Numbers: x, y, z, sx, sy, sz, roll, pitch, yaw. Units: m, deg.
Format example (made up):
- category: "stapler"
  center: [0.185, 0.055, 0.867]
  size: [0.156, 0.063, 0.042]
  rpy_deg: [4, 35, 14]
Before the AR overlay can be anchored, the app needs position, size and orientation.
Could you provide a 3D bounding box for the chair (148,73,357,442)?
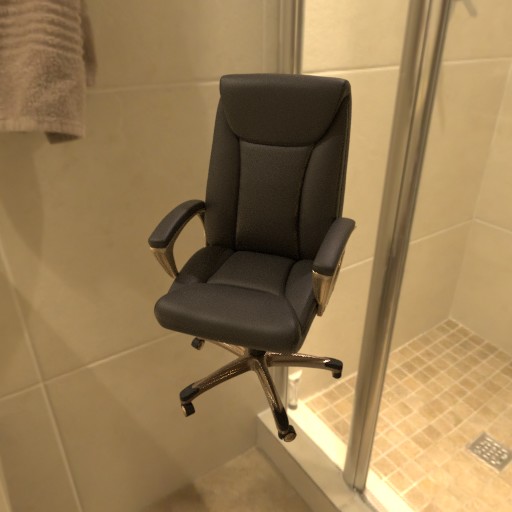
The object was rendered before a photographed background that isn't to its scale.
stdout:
- category: "chair"
  center: [0.000, 0.000, 1.619]
  size: [0.694, 1.188, 0.748]
  rpy_deg: [9, 29, 16]
